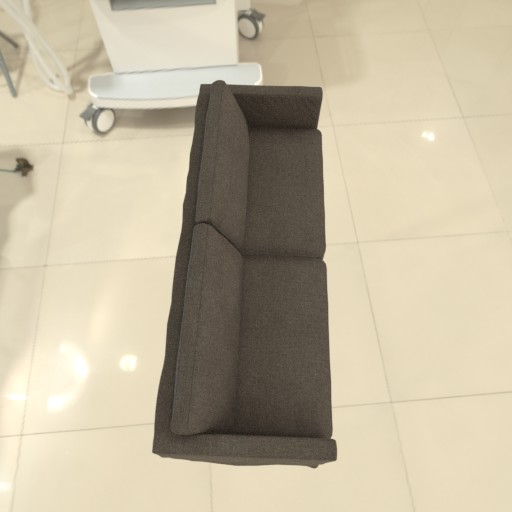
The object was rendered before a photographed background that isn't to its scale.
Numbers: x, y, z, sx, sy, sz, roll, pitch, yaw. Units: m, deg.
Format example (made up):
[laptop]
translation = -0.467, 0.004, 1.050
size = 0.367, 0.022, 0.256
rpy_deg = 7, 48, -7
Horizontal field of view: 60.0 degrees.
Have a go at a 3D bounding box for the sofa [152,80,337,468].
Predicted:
[sofa]
translation = 0.000, 0.000, 3.264
size = 1.036, 0.998, 2.779
rpy_deg = 2, 63, 1
